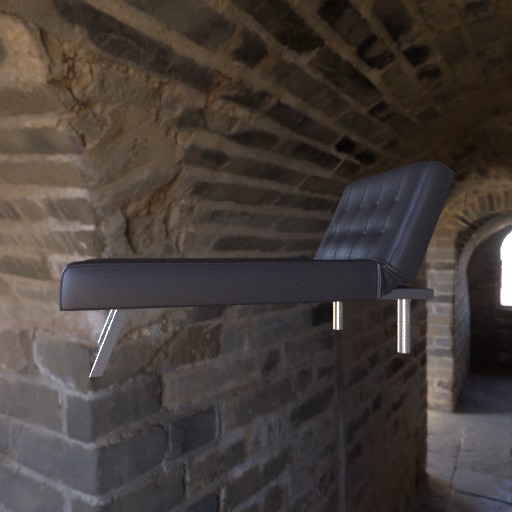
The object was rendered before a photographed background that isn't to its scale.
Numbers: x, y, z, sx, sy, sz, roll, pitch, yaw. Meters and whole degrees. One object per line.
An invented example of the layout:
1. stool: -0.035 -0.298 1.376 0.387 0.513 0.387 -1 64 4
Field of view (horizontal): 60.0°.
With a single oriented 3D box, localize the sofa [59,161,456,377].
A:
1. sofa: 0.000 0.000 2.009 1.560 0.820 0.760 0 0 -17
